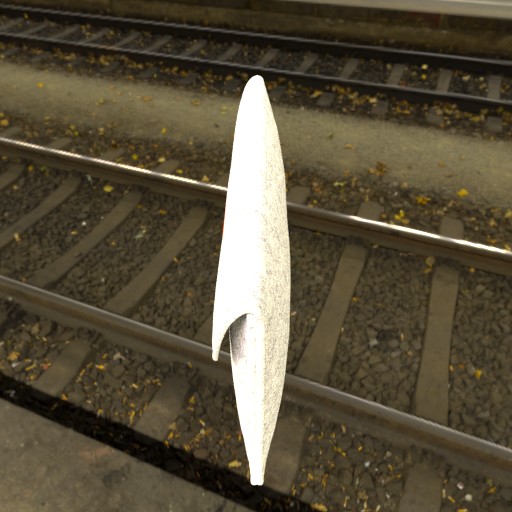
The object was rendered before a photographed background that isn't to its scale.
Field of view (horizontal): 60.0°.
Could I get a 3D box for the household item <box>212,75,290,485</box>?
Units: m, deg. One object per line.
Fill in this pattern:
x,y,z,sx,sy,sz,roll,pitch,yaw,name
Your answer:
0.000,0.000,0.420,0.057,0.221,0.335,1,41,1,household item
